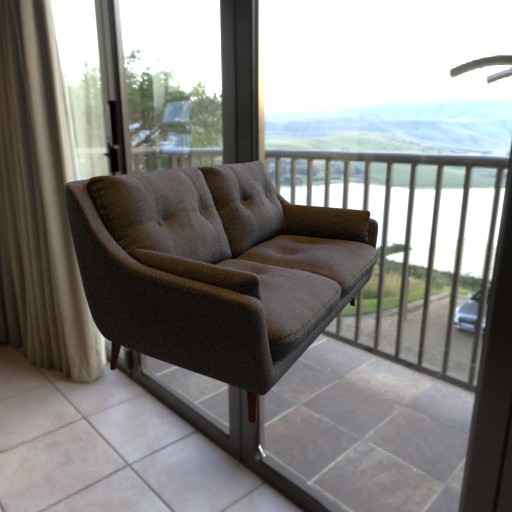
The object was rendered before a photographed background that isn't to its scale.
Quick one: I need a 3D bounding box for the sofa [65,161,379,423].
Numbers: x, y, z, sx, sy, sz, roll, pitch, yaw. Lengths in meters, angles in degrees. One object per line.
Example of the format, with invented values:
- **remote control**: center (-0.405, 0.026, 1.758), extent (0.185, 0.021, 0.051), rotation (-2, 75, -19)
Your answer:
- **sofa**: center (0.000, 0.000, 2.275), extent (0.976, 0.887, 1.646), rotation (8, 17, 27)
